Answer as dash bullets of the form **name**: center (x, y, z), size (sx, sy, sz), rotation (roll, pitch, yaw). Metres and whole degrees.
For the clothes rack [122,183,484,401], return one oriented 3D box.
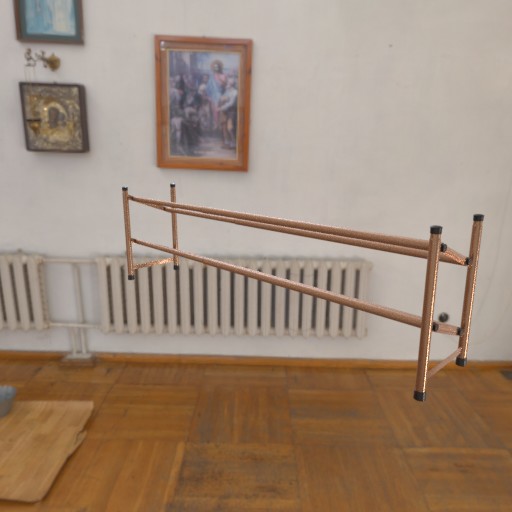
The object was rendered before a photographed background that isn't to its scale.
- **clothes rack**: center (0.000, 0.000, 1.310), size (0.229, 0.349, 1.168), rotation (-13, 19, -43)
